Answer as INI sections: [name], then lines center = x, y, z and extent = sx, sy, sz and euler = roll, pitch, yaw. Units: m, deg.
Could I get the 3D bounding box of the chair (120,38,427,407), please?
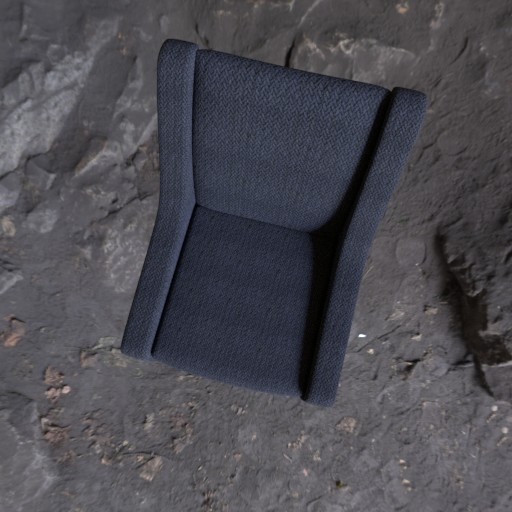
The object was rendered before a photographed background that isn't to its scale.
[chair]
center = 0.000, 0.000, 1.642
extent = 0.793, 1.012, 0.944
euler = 14, 76, 3
